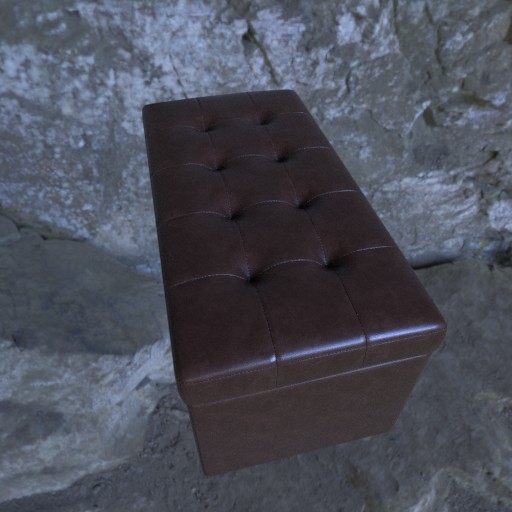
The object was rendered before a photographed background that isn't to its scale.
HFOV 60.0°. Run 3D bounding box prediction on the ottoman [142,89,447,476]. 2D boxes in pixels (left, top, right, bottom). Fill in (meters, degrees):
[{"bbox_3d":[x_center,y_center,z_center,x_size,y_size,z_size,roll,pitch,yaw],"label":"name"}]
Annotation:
[{"bbox_3d":[0.000,0.000,1.079,0.432,0.470,0.838,-10,47,-9],"label":"ottoman"}]
